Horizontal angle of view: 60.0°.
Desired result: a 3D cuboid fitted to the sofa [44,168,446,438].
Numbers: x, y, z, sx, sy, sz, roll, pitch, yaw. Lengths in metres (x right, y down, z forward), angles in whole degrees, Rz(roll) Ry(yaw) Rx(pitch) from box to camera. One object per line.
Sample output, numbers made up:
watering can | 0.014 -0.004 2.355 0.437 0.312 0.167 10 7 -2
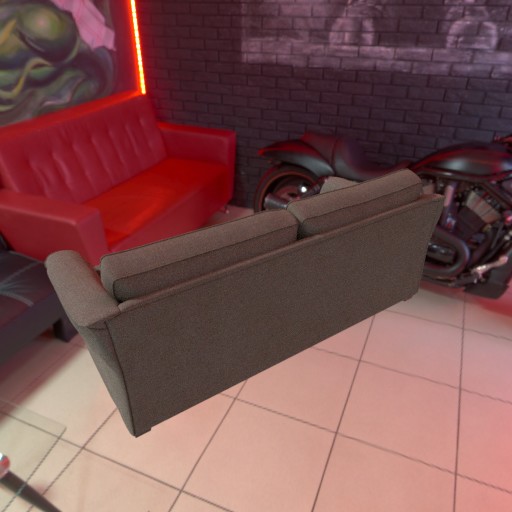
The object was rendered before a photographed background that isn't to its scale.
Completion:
sofa | 0.000 0.000 2.716 2.270 0.906 0.986 -19 36 -29
